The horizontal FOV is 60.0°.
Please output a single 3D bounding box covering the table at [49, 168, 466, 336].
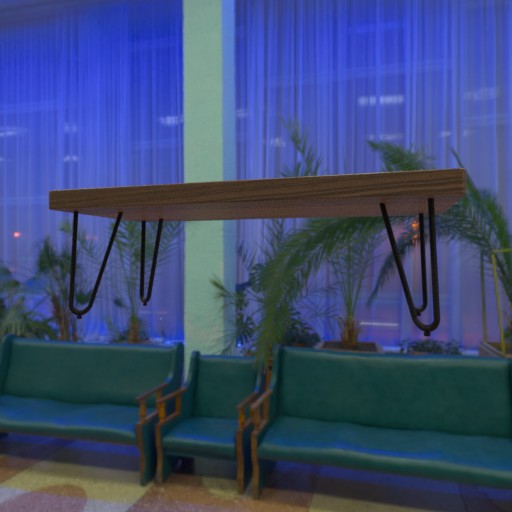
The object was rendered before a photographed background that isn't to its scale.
[{"bbox_3d":[0.000,0.000,1.682,1.375,0.468,0.637,0,0,17],"label":"table"}]
